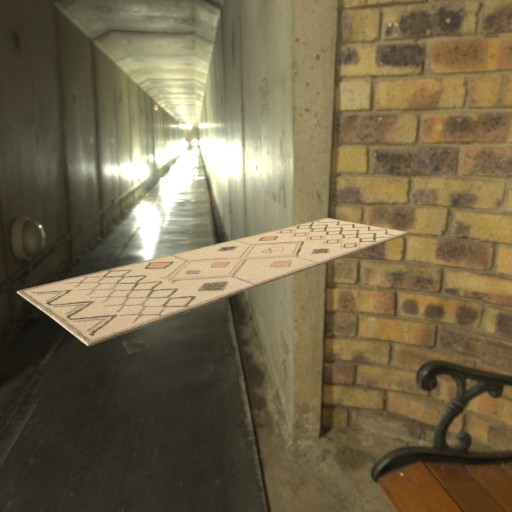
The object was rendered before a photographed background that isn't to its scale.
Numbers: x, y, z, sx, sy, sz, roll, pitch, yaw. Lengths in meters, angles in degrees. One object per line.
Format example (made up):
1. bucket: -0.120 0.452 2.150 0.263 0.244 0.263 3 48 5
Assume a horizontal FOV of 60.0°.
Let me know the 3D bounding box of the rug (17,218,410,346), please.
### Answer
1. rug: 0.000 0.000 2.653 2.435 0.011 0.750 -16 23 -43
